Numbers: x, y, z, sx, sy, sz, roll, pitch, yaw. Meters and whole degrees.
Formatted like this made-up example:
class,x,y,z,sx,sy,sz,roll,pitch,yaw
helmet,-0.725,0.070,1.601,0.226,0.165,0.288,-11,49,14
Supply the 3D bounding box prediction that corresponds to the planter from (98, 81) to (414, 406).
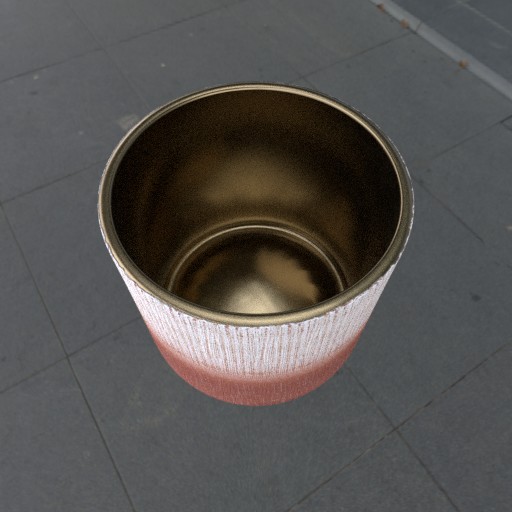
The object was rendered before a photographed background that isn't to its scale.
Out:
class,x,y,z,sx,sy,sz,roll,pitch,yaw
planter,0.000,0.000,0.392,0.221,0.201,0.221,0,59,0
